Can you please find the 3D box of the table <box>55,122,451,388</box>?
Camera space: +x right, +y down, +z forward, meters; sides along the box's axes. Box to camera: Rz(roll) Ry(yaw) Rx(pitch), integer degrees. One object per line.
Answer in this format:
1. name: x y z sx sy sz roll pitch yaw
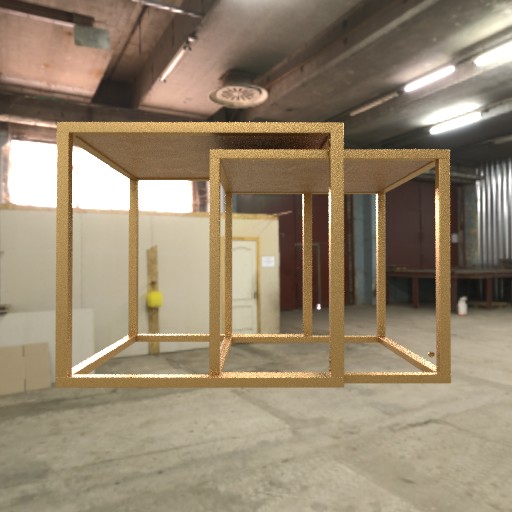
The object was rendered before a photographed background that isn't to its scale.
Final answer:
1. table: 0.000 0.000 1.093 0.762 0.505 0.505 0 -1 0
